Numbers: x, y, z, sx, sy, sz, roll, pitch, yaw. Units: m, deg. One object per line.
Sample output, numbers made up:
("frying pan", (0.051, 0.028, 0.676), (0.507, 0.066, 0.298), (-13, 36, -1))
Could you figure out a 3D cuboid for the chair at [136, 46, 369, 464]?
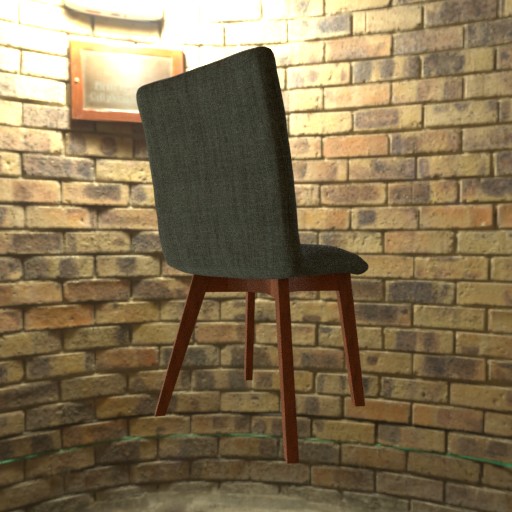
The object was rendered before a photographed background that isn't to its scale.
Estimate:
("chair", (0.000, 0.000, 1.340), (0.522, 0.974, 0.563), (2, 3, 36))
